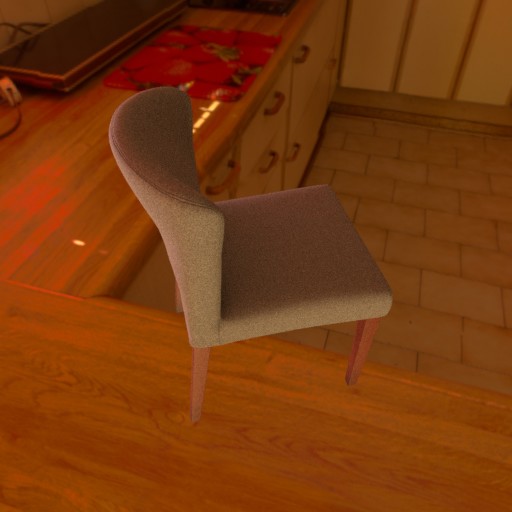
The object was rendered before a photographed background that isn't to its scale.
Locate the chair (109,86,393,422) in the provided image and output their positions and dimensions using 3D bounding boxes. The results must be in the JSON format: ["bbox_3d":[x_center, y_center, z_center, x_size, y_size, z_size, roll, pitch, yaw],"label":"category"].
[{"bbox_3d":[0.000,0.000,1.198,0.592,0.839,0.491,-9,45,-9],"label":"chair"}]
